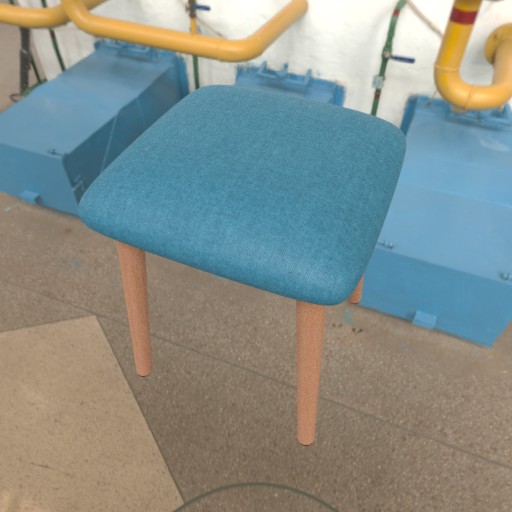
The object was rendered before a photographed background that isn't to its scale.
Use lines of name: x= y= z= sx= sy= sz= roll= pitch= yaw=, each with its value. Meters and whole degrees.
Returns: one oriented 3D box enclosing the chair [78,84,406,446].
chair: x=0.000 y=0.000 z=0.719 sx=0.360 sy=0.450 sz=0.360 roll=17 pitch=50 yaw=16
